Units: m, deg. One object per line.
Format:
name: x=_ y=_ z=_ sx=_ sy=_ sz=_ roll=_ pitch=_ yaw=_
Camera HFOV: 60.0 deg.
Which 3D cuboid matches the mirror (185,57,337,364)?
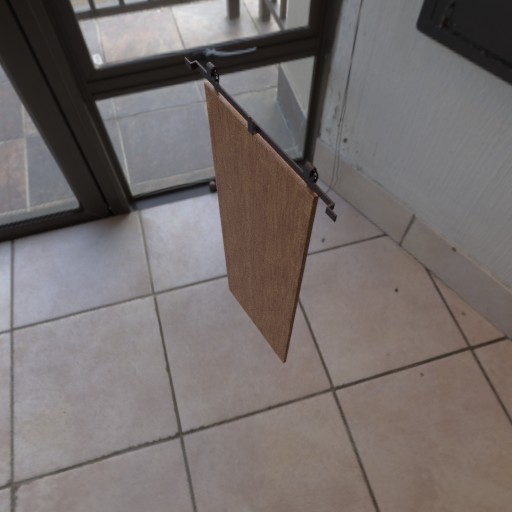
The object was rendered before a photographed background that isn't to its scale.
mirror: x=0.000 y=0.000 z=2.152 sx=0.042 sy=1.793 sz=0.847 roll=-31 pitch=64 yaw=-17
